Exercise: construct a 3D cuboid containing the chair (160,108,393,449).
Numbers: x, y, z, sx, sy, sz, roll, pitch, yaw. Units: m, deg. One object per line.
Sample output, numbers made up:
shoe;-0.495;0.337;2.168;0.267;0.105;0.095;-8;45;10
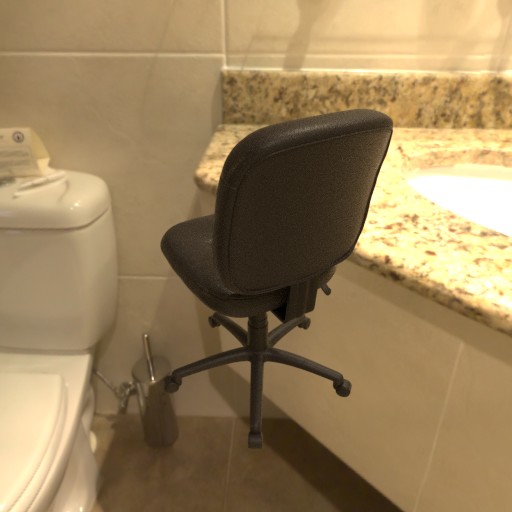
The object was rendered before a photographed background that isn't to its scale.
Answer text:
chair;0.000;0.000;1.375;0.647;0.959;0.646;-19;36;-29
